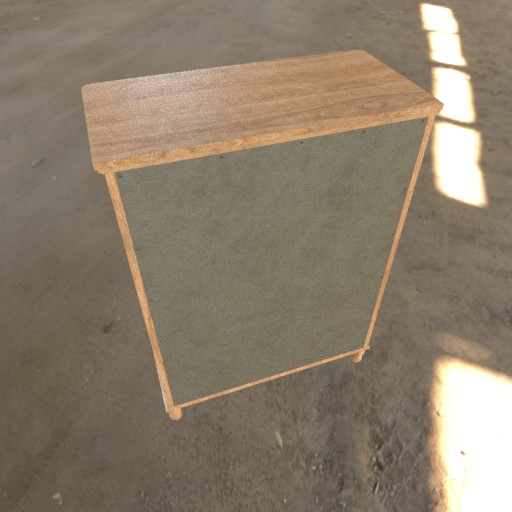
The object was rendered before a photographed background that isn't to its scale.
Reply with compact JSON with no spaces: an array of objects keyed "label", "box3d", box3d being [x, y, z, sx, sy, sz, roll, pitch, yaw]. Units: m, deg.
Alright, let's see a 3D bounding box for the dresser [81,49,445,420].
[{"label":"dresser","box3d":[0.000,0.000,1.764,0.973,1.318,0.484,-13,45,-14]}]
